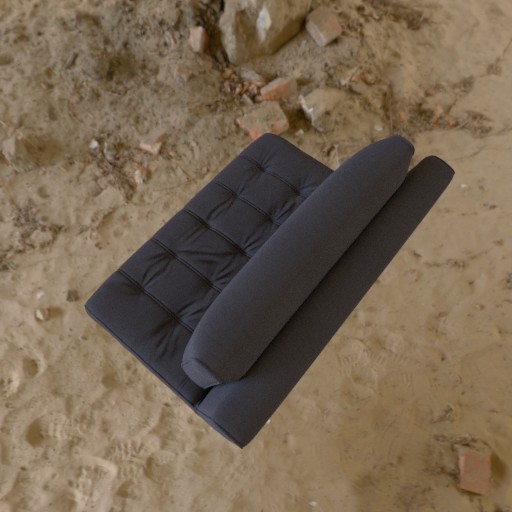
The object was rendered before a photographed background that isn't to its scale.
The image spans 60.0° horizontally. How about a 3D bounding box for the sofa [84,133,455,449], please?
[{"bbox_3d":[0.000,0.000,1.829,0.910,0.910,1.220,37,69,16],"label":"sofa"}]
